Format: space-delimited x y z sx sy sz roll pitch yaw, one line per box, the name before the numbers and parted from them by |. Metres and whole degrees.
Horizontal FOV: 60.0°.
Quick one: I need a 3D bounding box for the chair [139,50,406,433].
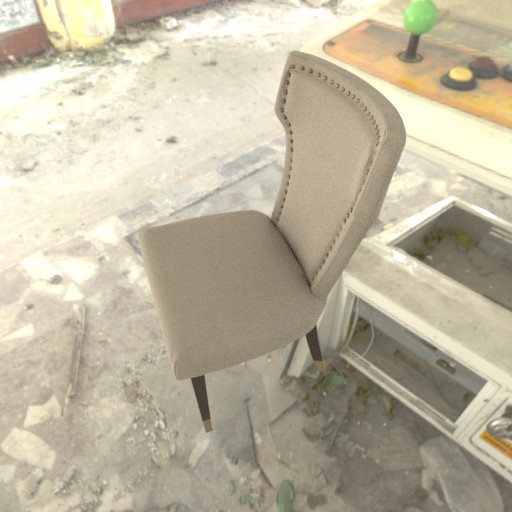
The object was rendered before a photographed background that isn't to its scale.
chair | 0.000 0.000 1.303 0.630 0.950 0.526 -15 48 -14
